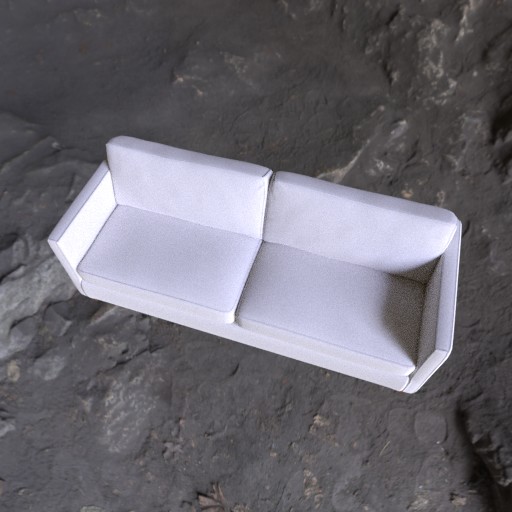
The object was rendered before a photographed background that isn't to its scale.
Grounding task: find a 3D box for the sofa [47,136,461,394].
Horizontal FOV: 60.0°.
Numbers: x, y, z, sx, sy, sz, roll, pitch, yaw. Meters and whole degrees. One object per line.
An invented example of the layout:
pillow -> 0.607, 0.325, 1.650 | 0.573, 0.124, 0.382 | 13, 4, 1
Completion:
sofa -> 0.000, 0.000, 2.878 | 2.361, 0.962, 0.951 | 15, 57, 10
